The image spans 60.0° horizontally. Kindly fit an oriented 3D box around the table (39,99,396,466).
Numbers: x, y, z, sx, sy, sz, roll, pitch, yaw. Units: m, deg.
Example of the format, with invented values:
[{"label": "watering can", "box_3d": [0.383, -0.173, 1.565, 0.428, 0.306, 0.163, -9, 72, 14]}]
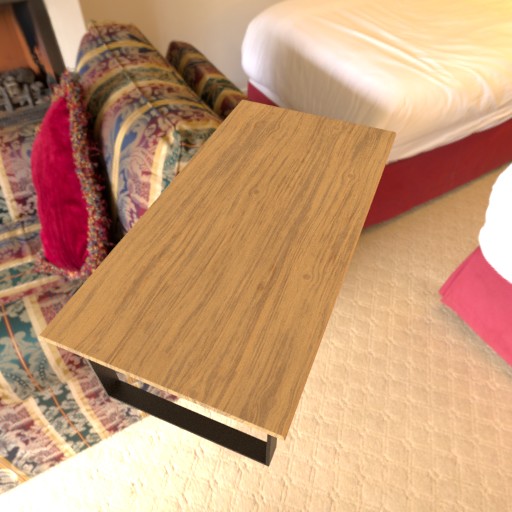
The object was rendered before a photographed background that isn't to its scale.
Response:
[{"label": "table", "box_3d": [0.000, 0.000, 1.651, 0.693, 0.445, 1.331, 17, 50, 15]}]
